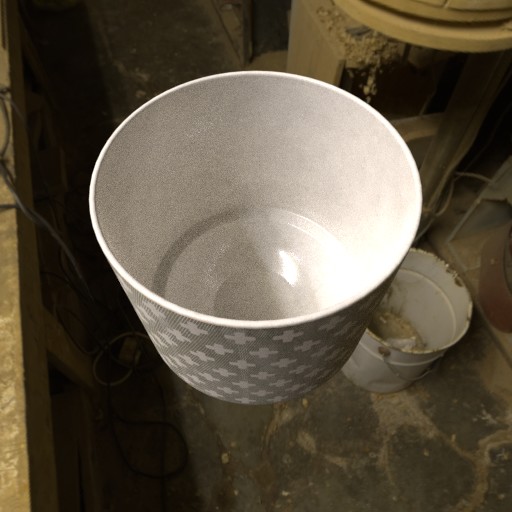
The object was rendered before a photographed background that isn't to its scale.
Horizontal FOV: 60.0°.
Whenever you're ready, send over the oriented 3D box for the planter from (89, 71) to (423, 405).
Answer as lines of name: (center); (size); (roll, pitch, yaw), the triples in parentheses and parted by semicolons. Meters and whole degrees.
planter: (0.000, 0.000, 0.333); (0.190, 0.181, 0.190); (0, 58, 0)
